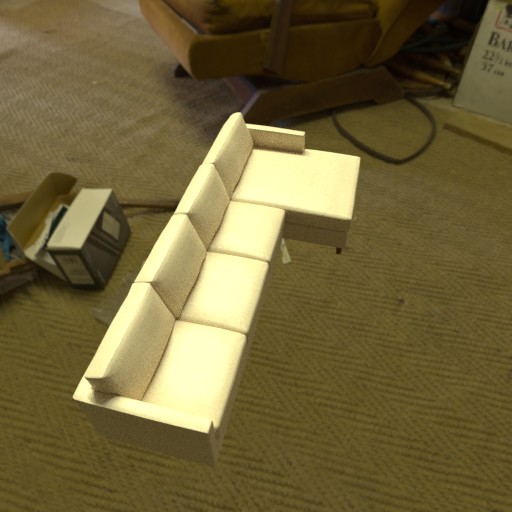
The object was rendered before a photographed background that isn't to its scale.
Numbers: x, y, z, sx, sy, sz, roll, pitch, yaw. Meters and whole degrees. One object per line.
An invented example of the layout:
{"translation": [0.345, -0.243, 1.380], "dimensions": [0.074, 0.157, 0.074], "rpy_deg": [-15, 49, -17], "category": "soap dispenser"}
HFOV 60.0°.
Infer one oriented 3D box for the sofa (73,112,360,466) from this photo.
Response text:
{"translation": [0.000, 0.000, 4.019], "dimensions": [1.603, 0.954, 3.471], "rpy_deg": [10, 48, 9], "category": "sofa"}
